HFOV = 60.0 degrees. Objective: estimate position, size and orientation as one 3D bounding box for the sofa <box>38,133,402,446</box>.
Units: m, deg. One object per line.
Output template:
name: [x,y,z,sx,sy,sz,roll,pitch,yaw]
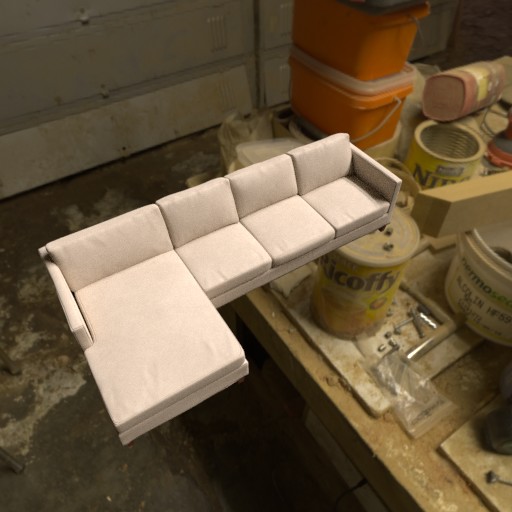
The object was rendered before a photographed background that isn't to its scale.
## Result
sofa: [0.000,0.000,3.885,3.186,0.846,1.625,-25,52,-21]
